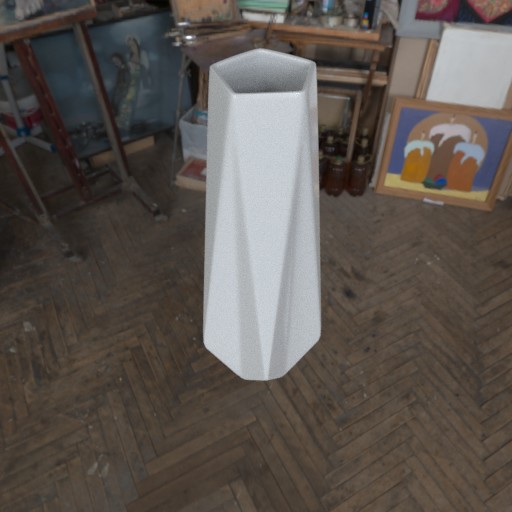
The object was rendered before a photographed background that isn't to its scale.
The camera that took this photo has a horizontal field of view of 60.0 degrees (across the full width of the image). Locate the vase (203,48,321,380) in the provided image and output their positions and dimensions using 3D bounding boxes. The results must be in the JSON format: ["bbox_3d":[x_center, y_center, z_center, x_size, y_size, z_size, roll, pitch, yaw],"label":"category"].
[{"bbox_3d":[0.000,0.000,0.392,0.116,0.329,0.122,-17,49,-15],"label":"vase"}]
